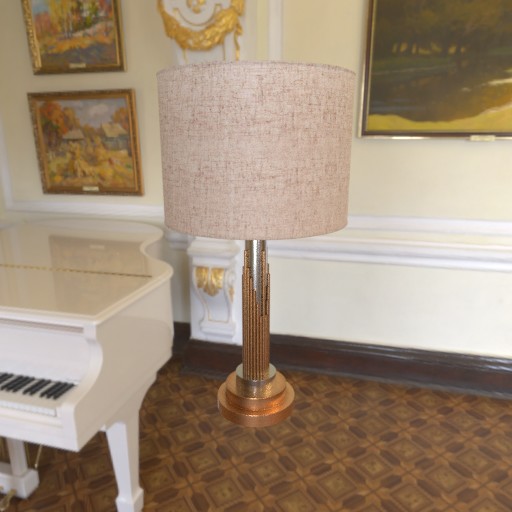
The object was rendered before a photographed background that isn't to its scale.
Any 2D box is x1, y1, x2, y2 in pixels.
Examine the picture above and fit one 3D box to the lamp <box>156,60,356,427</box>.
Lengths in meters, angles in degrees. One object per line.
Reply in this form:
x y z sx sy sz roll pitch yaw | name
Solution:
0.000 0.000 0.808 0.321 0.610 0.321 8 17 26 | lamp
